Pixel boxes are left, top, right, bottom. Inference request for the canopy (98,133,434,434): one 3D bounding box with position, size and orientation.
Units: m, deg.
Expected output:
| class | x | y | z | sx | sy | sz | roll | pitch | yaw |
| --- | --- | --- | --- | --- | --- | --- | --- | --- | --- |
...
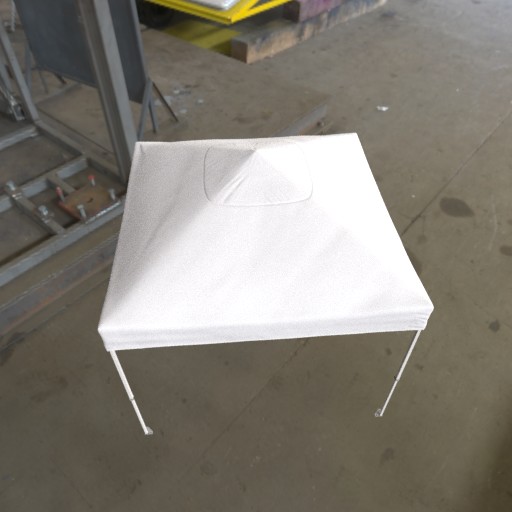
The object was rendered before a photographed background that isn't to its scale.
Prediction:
| class | x | y | z | sx | sy | sz | roll | pitch | yaw |
| --- | --- | --- | --- | --- | --- | --- | --- | --- | --- |
| canopy | 0.000 | 0.000 | 5.448 | 2.996 | 2.997 | 2.998 | -3 | 46 | -3 |
